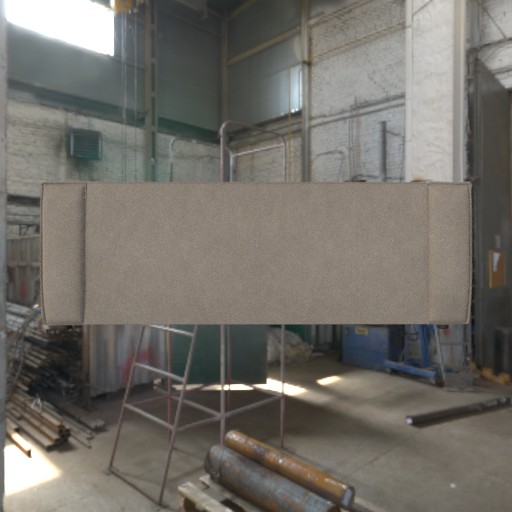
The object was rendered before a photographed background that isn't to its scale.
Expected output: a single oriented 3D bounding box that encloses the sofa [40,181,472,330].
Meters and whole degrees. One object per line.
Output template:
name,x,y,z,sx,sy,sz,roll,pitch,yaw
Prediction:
sofa,0.000,0.000,2.474,1.995,0.680,1.038,0,0,-1
